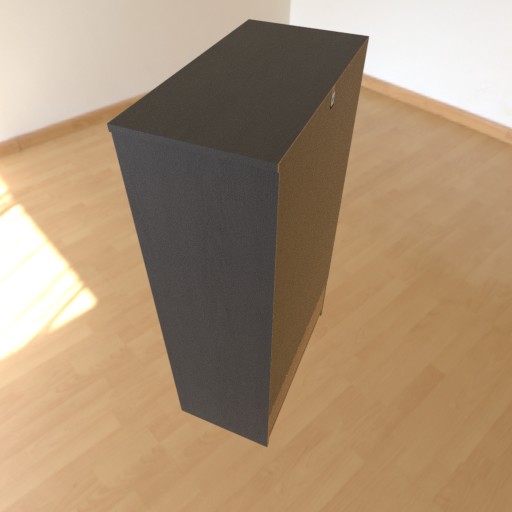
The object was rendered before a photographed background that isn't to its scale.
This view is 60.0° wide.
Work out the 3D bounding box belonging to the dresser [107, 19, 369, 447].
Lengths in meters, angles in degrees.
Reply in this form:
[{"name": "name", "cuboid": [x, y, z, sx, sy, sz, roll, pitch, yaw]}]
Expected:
[{"name": "dresser", "cuboid": [0.000, 0.000, 1.514, 0.399, 1.255, 0.704, 17, 47, 16]}]
